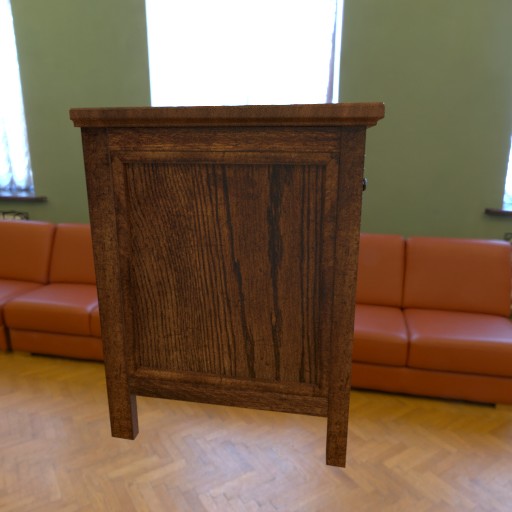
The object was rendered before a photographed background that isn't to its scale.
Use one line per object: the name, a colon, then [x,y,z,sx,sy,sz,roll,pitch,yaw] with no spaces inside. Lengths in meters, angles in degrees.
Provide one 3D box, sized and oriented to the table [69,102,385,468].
table: [0.000,0.000,0.980,0.461,0.597,0.586,3,15,11]
